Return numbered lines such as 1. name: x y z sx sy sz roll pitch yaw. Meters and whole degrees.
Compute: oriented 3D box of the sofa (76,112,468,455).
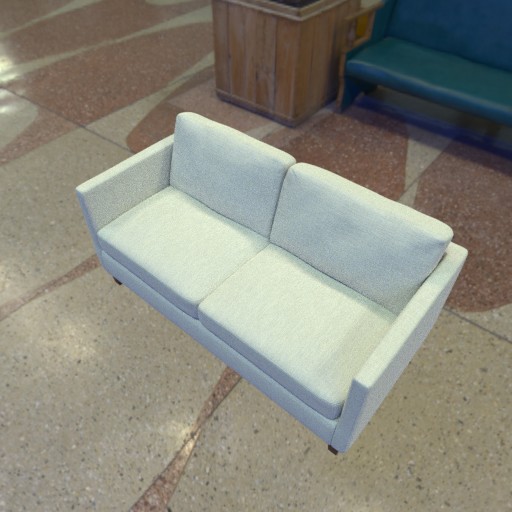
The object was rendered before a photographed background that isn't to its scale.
1. sofa: 0.000 0.000 2.423 1.838 0.963 0.950 31 53 27
